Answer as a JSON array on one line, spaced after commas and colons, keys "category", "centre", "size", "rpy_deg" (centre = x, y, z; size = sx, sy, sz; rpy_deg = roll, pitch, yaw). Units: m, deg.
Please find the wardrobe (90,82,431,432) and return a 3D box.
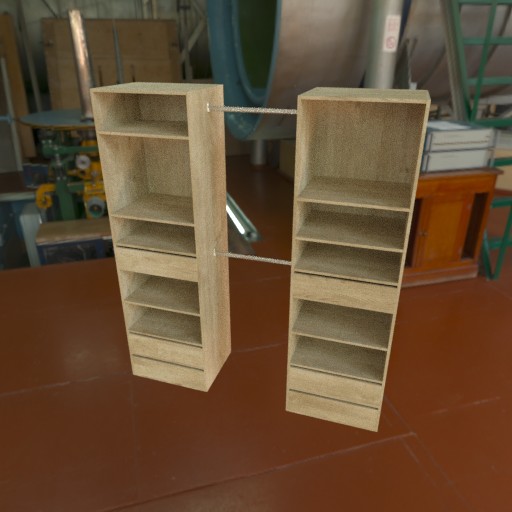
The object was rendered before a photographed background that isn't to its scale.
[{"category": "wardrobe", "centre": [0.000, 0.000, 2.832], "size": [1.770, 2.000, 0.480], "rpy_deg": [8, 27, 16]}]
